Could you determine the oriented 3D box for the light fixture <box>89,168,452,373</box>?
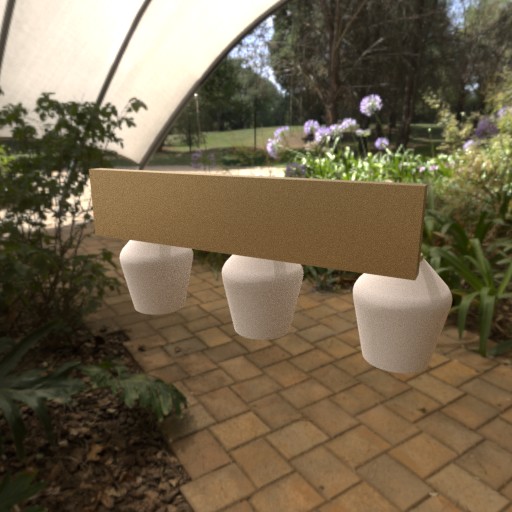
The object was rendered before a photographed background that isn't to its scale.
[{"bbox_3d":[0.000,0.000,0.742,0.609,0.280,0.190,8,17,27],"label":"light fixture"}]
